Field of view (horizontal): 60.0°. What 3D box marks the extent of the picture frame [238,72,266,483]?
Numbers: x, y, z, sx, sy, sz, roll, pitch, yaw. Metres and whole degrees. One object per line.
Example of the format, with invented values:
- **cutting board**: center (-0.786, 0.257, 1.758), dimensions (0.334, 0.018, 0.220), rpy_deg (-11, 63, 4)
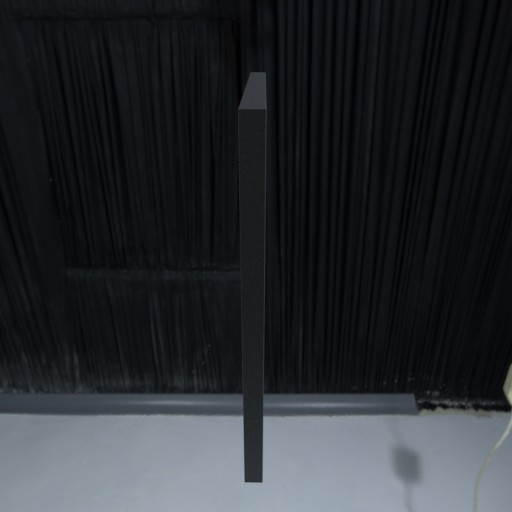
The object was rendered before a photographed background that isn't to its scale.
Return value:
- **picture frame**: center (0.000, 0.000, 0.769), dimensions (0.028, 0.556, 0.460), rpy_deg (0, 27, 1)
